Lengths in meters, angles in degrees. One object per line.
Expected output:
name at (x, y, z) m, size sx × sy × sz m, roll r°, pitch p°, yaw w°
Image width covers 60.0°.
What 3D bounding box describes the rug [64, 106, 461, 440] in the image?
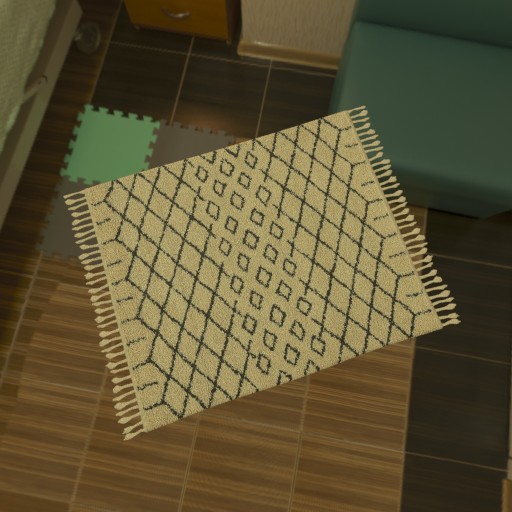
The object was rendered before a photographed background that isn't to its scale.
rug at (0.000, 0.000, 4.214) m, size 3.213 × 0.030 × 2.388 m, roll -18°, pitch 76°, yaw -5°
